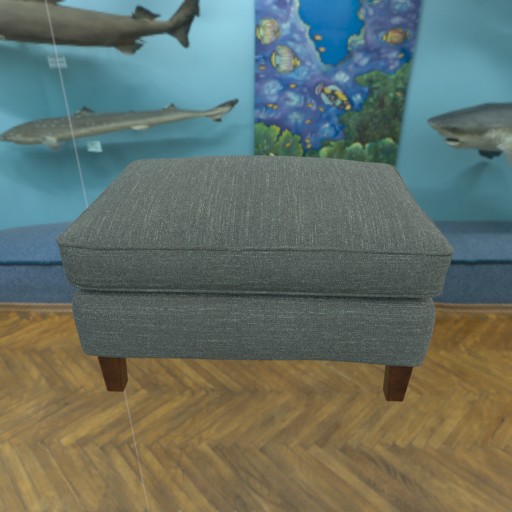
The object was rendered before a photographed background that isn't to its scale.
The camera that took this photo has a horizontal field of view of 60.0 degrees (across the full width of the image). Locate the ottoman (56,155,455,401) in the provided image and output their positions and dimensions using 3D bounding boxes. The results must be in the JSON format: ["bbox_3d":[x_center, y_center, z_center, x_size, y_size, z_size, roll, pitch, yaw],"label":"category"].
[{"bbox_3d":[0.000,0.000,0.998,0.686,0.406,0.508,1,29,2],"label":"ottoman"}]
